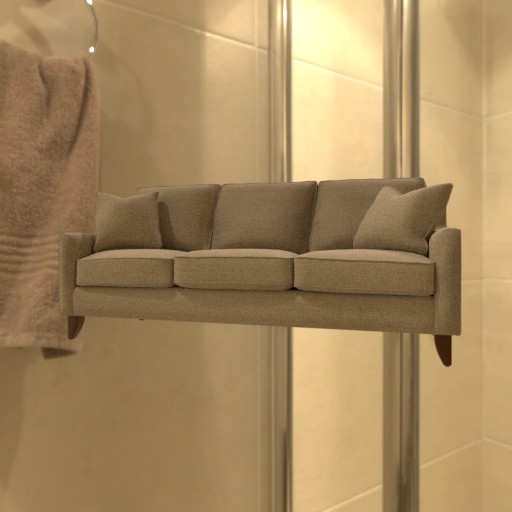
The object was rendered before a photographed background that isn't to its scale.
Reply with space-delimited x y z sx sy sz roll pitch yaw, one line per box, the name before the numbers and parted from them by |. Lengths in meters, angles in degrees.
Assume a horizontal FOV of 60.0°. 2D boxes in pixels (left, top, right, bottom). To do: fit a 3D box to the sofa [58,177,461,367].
sofa | 0.000 0.000 2.470 2.031 0.914 0.865 0 0 18
